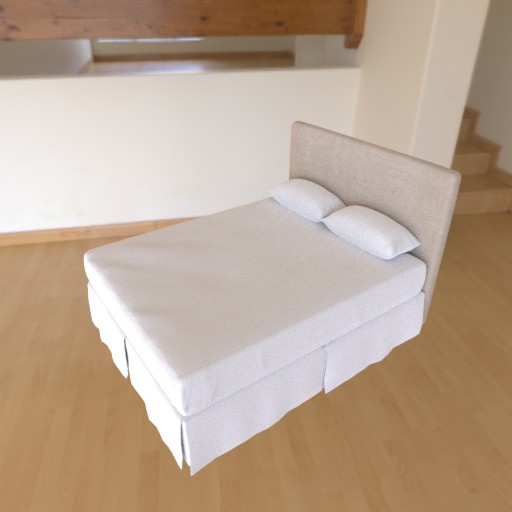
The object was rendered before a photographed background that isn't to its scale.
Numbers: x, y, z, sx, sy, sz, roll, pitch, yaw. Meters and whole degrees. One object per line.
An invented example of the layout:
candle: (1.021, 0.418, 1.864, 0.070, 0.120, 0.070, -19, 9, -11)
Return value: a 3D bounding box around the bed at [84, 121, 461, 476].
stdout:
bed: (0.000, 0.000, 3.220, 2.162, 1.330, 1.713, -20, 36, -30)
